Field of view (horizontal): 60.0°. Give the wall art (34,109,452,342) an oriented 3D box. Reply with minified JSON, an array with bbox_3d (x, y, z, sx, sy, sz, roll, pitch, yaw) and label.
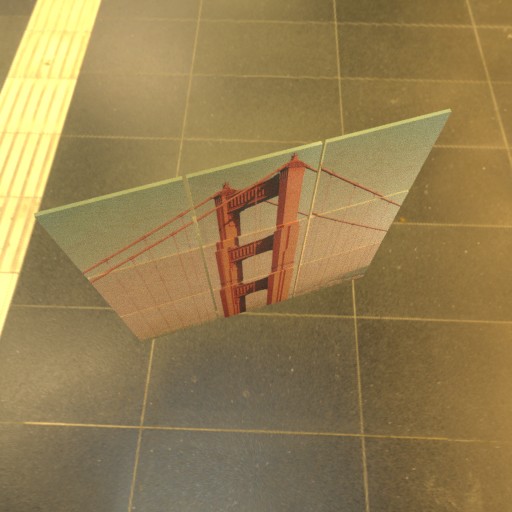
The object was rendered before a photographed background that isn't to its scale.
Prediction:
[{"bbox_3d":[0.000,0.000,1.783,1.214,1.219,0.013,-16,65,-8],"label":"wall art"}]
